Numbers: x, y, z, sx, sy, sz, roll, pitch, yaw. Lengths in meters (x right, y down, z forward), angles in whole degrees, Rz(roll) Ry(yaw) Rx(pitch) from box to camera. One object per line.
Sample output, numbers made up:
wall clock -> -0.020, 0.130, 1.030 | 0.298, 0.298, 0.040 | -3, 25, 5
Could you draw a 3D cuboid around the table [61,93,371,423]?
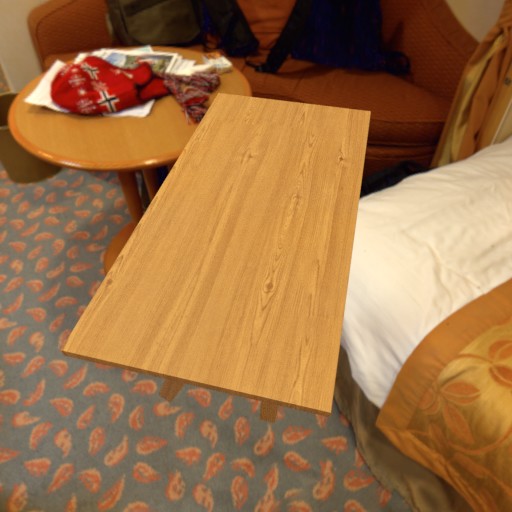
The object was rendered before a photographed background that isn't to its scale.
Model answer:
table -> 0.000, 0.000, 2.267 | 0.901, 0.750, 1.797 | 10, 48, 9
